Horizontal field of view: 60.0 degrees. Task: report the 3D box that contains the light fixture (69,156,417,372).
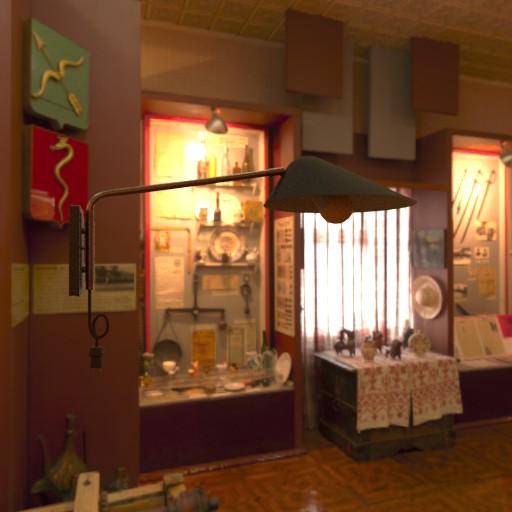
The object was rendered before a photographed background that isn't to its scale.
[{"bbox_3d":[0.000,0.000,0.670,0.516,0.312,0.240,0,-1,-18],"label":"light fixture"}]
